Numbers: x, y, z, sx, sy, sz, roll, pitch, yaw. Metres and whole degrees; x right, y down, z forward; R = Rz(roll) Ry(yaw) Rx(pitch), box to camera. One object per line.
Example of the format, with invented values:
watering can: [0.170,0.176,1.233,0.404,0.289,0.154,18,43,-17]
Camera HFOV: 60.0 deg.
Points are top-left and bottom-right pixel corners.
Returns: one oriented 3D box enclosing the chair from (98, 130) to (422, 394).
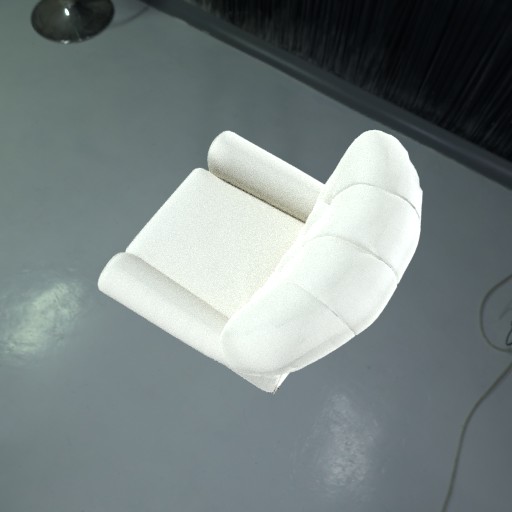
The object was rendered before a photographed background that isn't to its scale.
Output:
chair: [0.000,0.000,2.017,1.132,1.169,1.035,30,69,13]
